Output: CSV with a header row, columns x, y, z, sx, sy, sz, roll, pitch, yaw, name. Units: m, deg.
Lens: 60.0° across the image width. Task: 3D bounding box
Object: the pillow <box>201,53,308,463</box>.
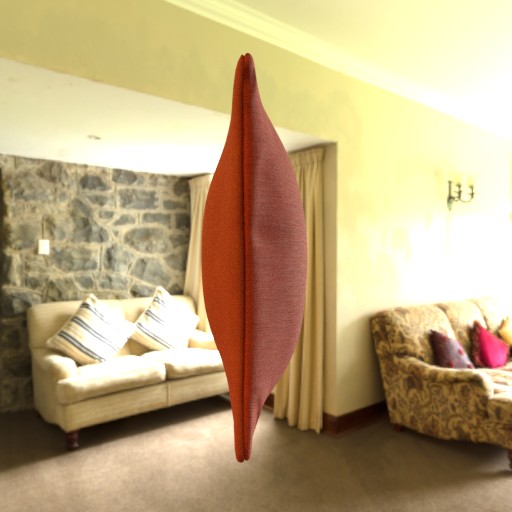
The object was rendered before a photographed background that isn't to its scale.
x,y,z,sx,sy,sz,roll,pitch,yaw,name
0.000,0.000,0.661,0.151,0.416,0.435,0,0,1,pillow
